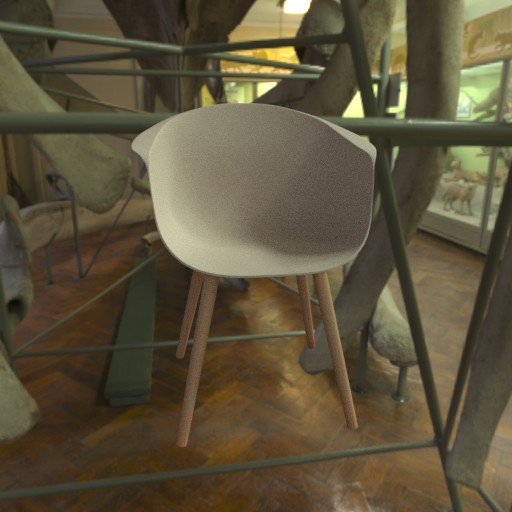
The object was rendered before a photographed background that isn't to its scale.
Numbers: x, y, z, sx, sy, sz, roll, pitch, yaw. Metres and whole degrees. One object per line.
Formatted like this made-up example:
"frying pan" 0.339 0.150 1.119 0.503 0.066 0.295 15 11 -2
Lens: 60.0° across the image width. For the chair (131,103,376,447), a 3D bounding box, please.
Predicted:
"chair" 0.000 0.000 1.163 0.593 0.781 0.504 -2 17 -8
